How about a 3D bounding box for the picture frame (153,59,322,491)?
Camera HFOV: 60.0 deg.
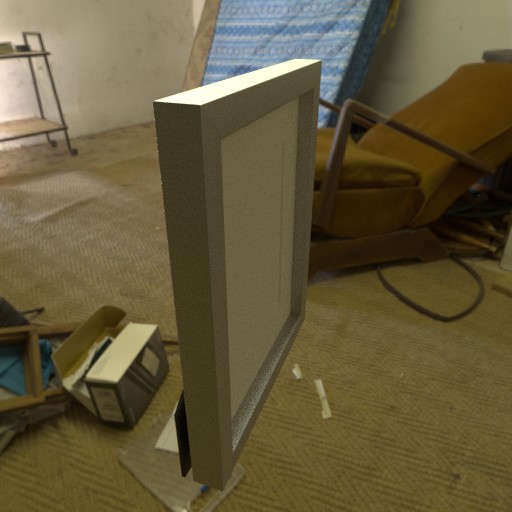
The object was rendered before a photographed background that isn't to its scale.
[{"bbox_3d":[0.000,0.000,0.369,0.036,0.282,0.233,10,30,18],"label":"picture frame"}]
